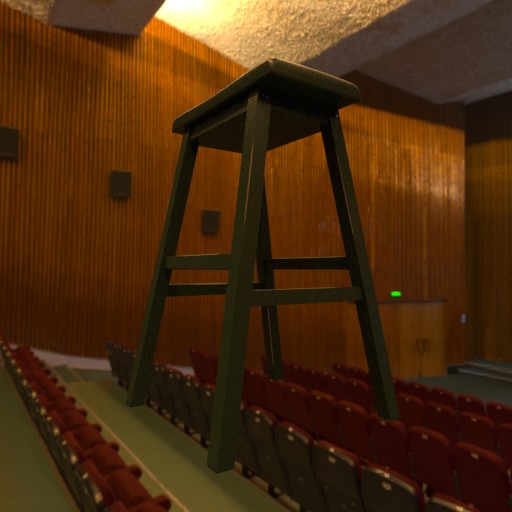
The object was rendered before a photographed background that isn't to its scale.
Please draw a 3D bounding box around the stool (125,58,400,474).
[{"bbox_3d":[0.000,0.000,1.063,0.476,0.737,0.457,1,-2,-35],"label":"stool"}]
